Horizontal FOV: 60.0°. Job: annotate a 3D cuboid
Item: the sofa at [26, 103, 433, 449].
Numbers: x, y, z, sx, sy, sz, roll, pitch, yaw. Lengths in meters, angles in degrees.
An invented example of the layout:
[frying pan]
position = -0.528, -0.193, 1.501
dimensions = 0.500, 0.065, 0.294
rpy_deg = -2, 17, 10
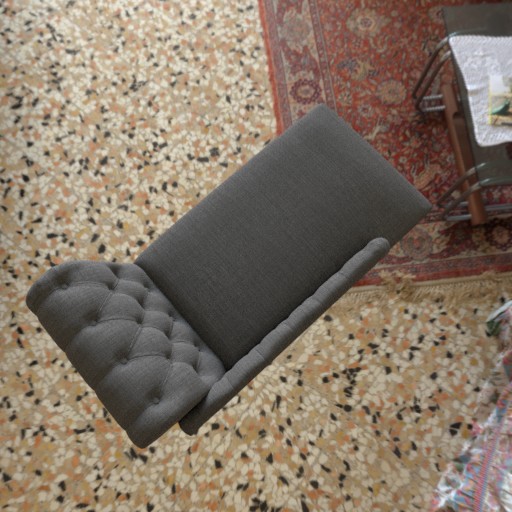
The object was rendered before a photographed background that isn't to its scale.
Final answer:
[sofa]
position = 0.000, 0.000, 1.737
dimensions = 1.379, 0.787, 0.675
rpy_deg = -41, 79, -10
